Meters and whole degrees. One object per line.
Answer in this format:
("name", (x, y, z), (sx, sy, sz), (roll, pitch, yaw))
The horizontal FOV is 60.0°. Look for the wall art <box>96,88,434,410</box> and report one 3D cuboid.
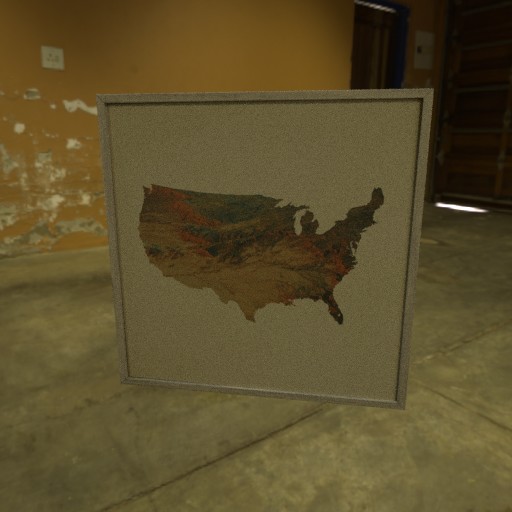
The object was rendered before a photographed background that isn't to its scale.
("wall art", (0.000, 0.000, 0.727), (0.508, 0.507, 0.016), (2, 15, 9))
